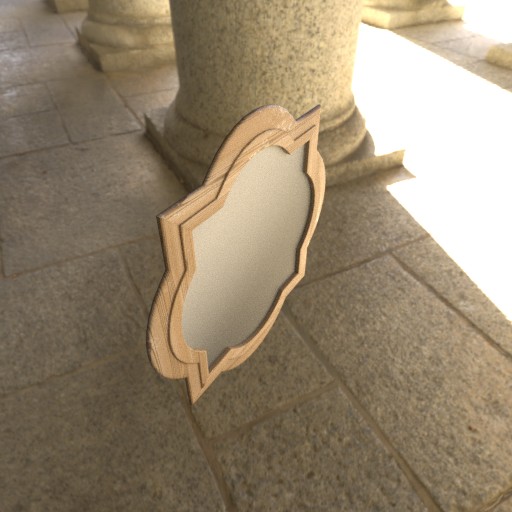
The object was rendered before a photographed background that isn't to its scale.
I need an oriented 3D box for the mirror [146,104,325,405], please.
[{"bbox_3d":[0.000,0.000,1.046,0.019,0.686,0.686,24,46,25],"label":"mirror"}]
